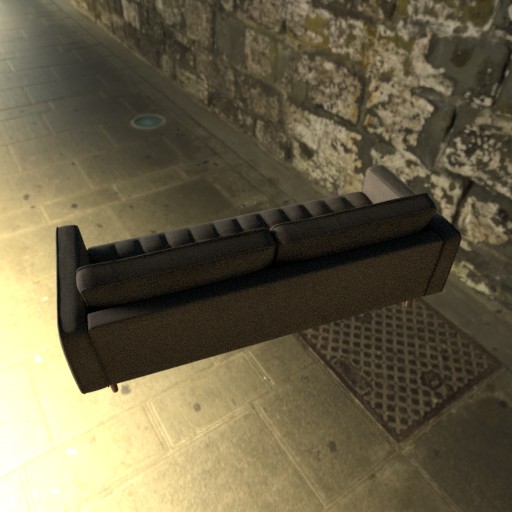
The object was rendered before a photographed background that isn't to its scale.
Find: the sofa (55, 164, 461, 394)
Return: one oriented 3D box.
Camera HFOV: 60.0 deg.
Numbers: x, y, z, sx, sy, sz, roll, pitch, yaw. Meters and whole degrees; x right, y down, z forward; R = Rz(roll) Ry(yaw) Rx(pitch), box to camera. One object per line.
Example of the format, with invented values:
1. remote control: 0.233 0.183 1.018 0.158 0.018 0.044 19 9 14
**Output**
1. sofa: 0.000 0.000 2.738 2.295 0.813 0.923 -13 43 -14
